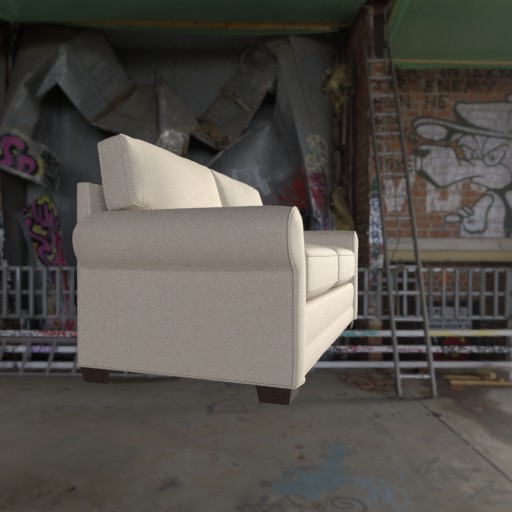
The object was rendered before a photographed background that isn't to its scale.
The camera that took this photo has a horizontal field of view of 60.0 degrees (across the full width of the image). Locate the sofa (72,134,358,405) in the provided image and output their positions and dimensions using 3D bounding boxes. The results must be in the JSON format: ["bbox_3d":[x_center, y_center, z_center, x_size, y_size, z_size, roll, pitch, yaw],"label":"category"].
[{"bbox_3d":[0.000,0.000,2.273,0.861,0.933,1.774,0,0,19],"label":"sofa"}]
